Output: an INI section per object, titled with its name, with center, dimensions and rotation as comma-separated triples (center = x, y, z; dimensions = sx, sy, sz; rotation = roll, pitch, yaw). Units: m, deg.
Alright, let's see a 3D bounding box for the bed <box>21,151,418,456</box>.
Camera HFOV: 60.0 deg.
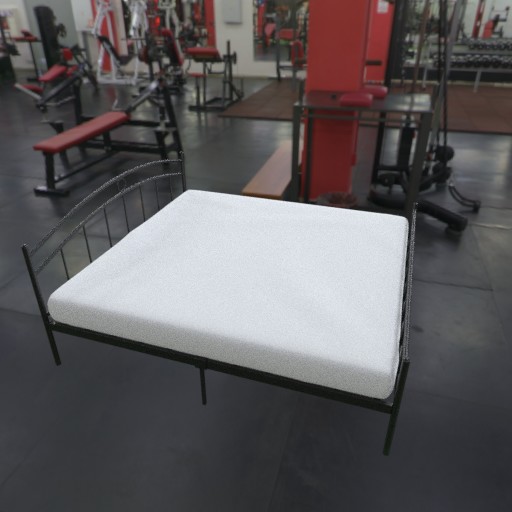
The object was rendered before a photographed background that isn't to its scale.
[bed]
center = 0.000, 0.000, 3.051
dimensions = 2.040, 0.940, 1.880
rotation = 9, 31, 16
